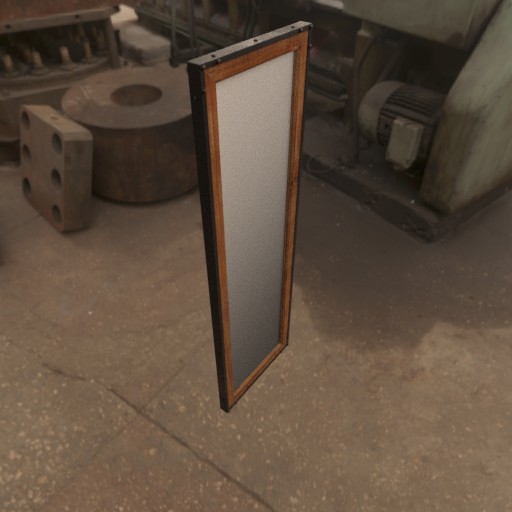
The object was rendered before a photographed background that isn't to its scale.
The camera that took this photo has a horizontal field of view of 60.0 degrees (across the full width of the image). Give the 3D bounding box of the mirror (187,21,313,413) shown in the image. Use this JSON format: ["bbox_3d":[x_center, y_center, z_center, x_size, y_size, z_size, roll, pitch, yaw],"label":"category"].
[{"bbox_3d":[0.000,0.000,1.188,0.042,1.080,0.354,26,47,28],"label":"mirror"}]
